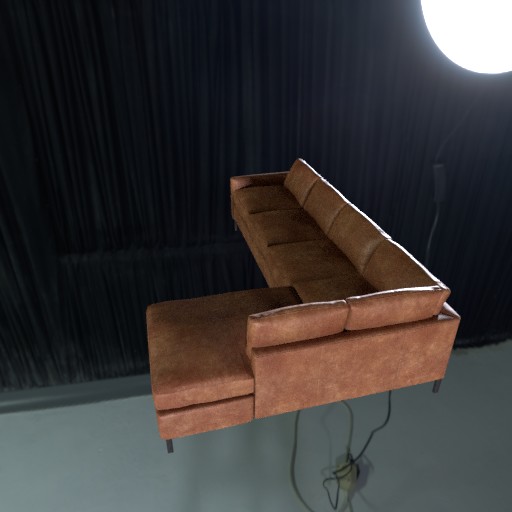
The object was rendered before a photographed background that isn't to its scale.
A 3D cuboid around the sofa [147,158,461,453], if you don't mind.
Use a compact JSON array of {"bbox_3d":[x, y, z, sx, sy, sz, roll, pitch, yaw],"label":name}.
[{"bbox_3d":[0.000,0.000,3.899,1.938,0.877,2.984,-7,31,-13],"label":"sofa"}]
